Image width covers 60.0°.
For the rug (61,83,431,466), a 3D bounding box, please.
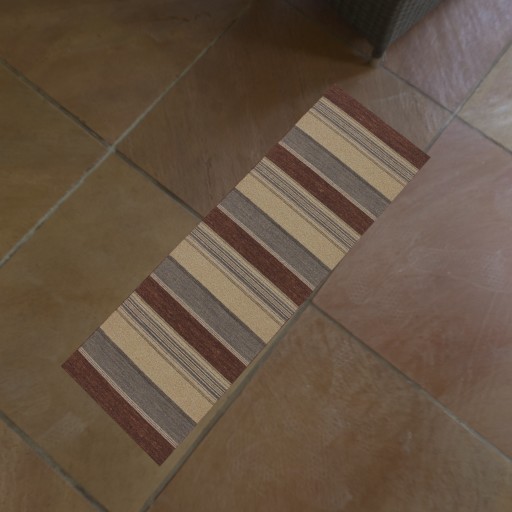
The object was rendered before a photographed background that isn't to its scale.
[{"bbox_3d":[0.000,0.000,2.667,0.792,0.006,2.437,41,80,9],"label":"rug"}]
